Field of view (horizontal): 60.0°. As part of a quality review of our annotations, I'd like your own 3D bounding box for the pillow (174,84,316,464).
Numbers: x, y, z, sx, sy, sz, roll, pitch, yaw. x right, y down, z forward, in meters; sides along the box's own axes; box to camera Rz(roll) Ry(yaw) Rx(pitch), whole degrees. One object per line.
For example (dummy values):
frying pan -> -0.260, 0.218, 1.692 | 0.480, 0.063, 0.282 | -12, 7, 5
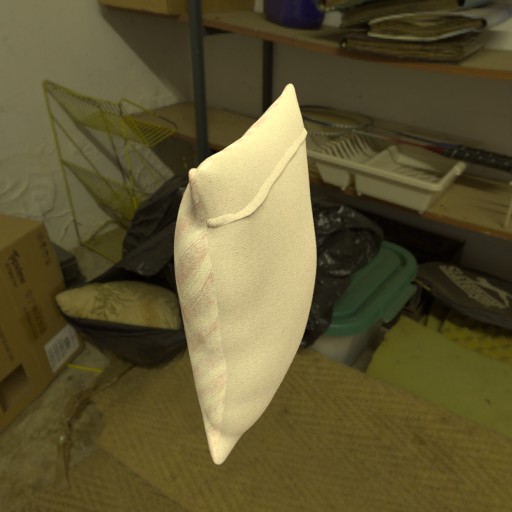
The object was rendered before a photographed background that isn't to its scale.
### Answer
pillow -> 0.000, 0.000, 0.688 | 0.182, 0.441, 0.440 | 8, 32, 14
